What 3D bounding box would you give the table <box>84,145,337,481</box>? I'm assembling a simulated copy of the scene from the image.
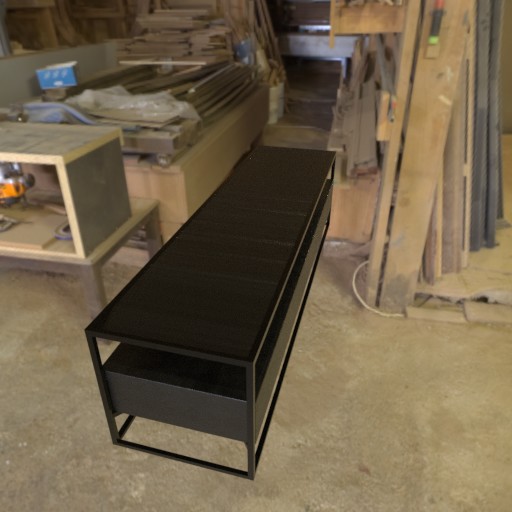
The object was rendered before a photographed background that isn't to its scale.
[{"bbox_3d":[0.000,0.000,1.666,0.399,0.395,1.486,8,31,13],"label":"table"}]
